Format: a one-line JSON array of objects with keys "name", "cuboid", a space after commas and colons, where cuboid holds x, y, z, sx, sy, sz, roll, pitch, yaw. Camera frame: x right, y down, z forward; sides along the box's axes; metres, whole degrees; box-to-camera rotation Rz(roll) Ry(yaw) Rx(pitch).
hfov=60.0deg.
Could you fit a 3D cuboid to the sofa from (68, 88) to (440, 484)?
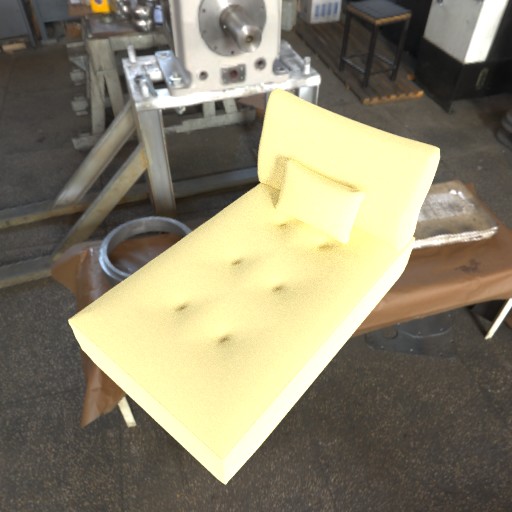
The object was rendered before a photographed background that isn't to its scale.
[{"name": "sofa", "cuboid": [0.000, 0.000, 1.992, 0.930, 0.820, 1.450, 31, 53, 27]}]
